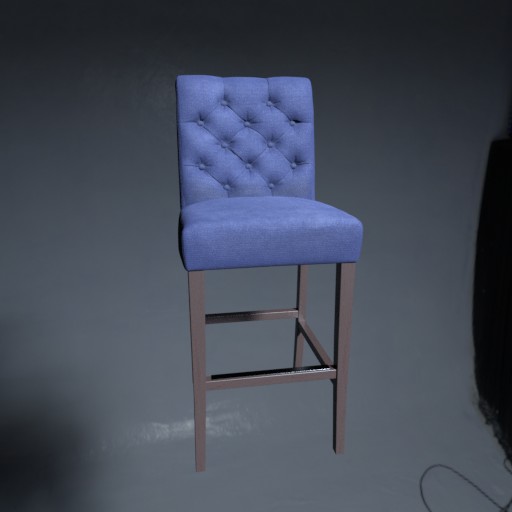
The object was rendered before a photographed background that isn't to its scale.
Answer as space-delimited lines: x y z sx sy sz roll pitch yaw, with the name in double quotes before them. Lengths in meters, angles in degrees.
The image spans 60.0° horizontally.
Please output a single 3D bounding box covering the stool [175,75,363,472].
"stool" 0.000 0.000 1.445 0.493 1.140 0.601 -3 17 -9
